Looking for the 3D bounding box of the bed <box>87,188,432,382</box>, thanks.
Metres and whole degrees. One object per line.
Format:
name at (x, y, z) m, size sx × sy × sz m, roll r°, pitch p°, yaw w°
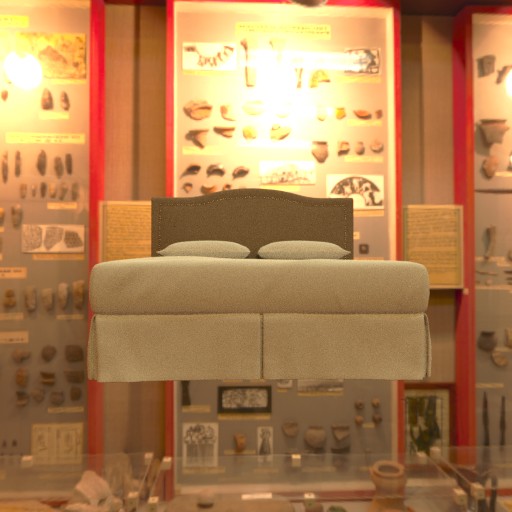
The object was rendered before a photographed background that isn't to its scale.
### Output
bed at (0.000, 0.000, 3.537) m, size 2.083 × 1.421 × 2.182 m, roll 0°, pitch -1°, yaw -2°
